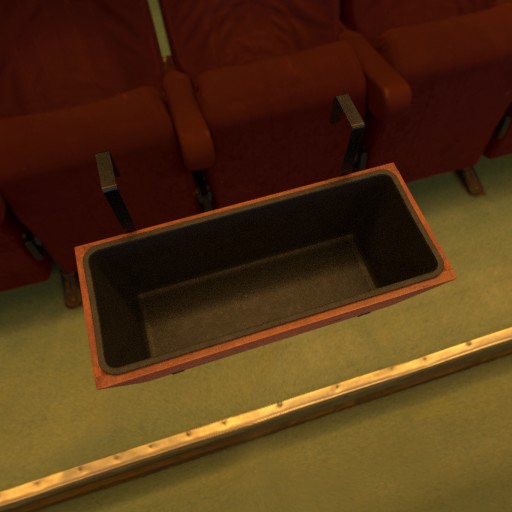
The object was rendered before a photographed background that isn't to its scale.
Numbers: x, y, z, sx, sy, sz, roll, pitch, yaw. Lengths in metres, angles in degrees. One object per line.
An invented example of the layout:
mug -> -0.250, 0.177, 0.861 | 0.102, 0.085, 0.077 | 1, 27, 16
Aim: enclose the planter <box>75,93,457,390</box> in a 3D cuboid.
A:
planter -> 0.000, 0.000, 0.648 | 0.480, 0.289, 0.262 | -16, 65, -8
